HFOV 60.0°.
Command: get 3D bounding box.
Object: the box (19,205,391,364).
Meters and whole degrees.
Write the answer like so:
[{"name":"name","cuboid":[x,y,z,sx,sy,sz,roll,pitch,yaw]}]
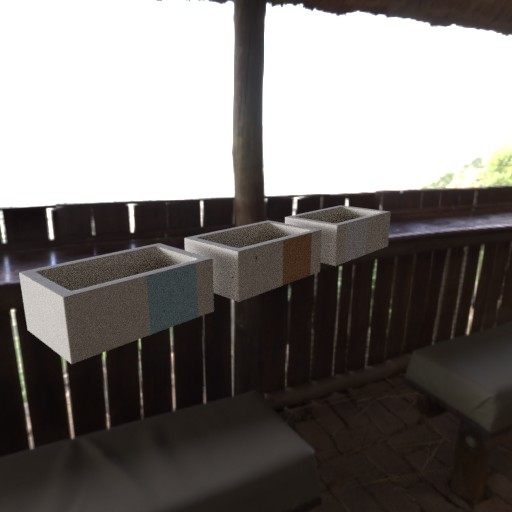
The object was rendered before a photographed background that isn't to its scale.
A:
[{"name":"box","cuboid":[0.000,0.000,0.492,0.082,0.051,0.461,14,21,42]}]
